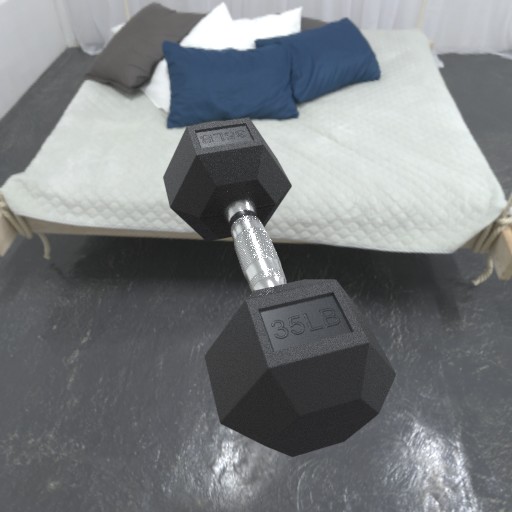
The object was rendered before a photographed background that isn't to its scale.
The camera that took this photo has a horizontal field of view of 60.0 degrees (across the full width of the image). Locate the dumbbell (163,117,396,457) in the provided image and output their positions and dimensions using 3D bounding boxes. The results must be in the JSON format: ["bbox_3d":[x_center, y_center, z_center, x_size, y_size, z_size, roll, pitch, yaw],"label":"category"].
[{"bbox_3d":[0.000,0.000,0.434,0.141,0.123,0.356,-12,48,-11],"label":"dumbbell"}]
